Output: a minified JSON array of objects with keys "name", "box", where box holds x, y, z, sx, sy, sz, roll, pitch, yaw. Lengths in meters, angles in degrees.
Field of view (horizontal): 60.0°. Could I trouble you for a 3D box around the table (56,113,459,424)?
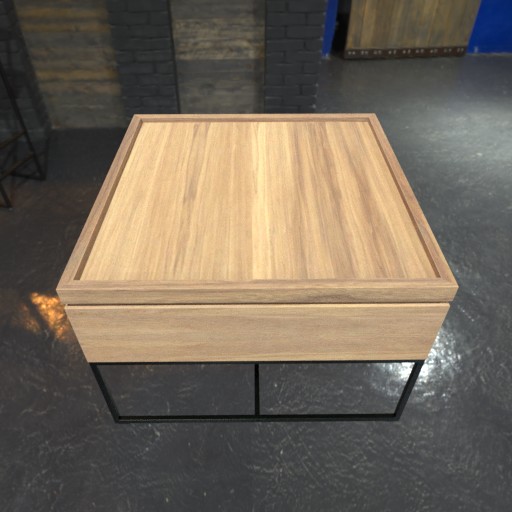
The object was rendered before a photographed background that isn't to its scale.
[{"name":"table","box":[0.000,0.000,1.149,0.676,0.464,0.679,0,42,0]}]
